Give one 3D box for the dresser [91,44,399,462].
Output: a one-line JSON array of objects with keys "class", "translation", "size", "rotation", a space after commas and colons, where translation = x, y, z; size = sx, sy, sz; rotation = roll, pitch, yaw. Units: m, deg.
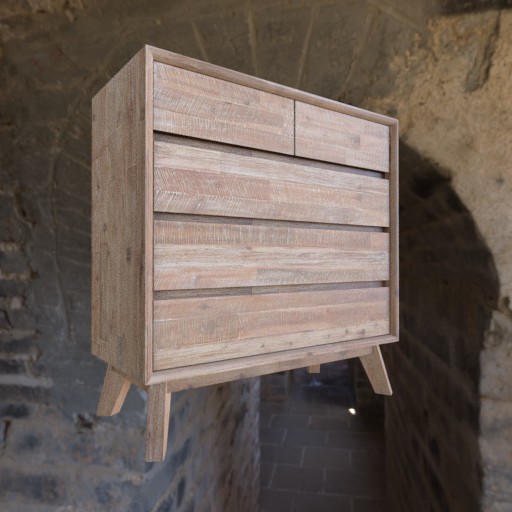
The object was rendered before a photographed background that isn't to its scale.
[{"class": "dresser", "translation": [0.000, 0.000, 1.557], "size": [0.998, 1.029, 0.455], "rotation": [0, -1, -36]}]
